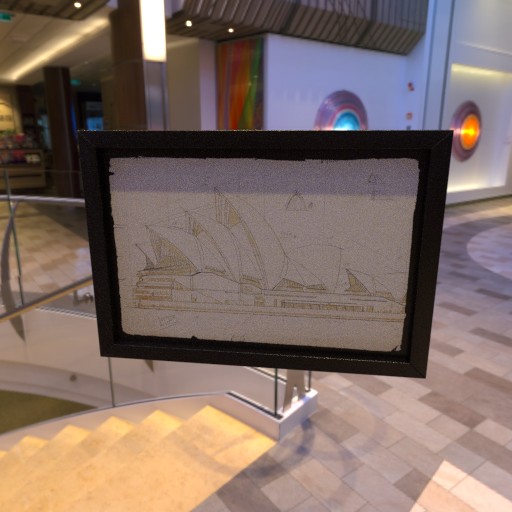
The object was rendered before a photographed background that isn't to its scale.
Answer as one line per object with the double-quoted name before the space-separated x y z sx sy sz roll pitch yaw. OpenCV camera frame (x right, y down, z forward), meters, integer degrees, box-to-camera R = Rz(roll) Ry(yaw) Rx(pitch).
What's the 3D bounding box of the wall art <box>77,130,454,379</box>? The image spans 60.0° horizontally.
"wall art" 0.000 0.000 0.561 0.440 0.306 0.013 2 15 7
